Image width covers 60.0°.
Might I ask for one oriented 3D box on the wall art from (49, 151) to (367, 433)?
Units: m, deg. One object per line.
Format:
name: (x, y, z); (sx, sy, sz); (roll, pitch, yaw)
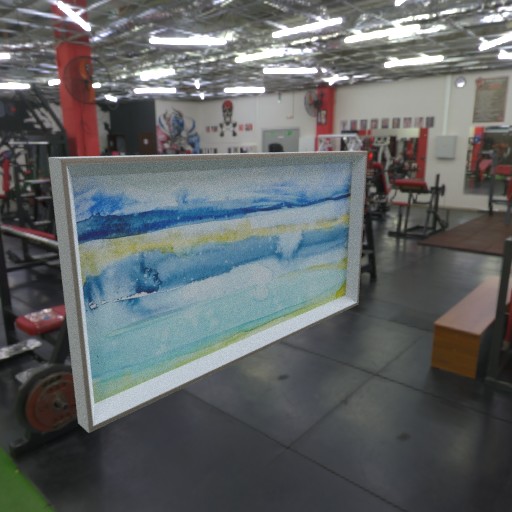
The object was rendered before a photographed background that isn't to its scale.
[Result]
wall art: (0.000, 0.000, 0.954); (0.038, 0.431, 0.812); (13, 19, 42)
